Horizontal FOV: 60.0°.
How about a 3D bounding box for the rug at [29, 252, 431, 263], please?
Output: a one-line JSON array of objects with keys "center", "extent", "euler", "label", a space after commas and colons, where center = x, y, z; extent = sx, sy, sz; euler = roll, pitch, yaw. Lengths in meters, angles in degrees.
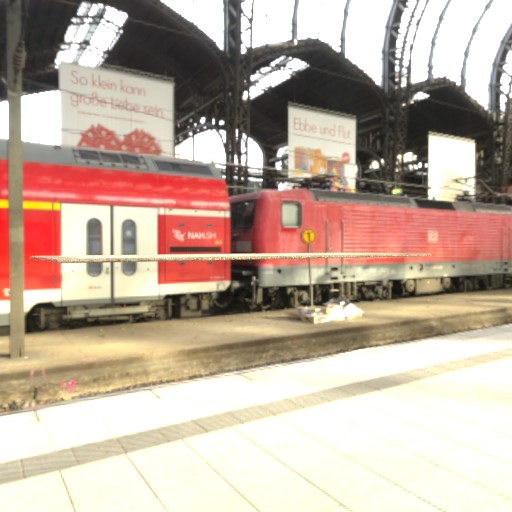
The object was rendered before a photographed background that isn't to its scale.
[{"center": [0.000, 0.000, 2.724], "extent": [2.413, 0.016, 0.810], "euler": [-1, 1, -34], "label": "rug"}]
